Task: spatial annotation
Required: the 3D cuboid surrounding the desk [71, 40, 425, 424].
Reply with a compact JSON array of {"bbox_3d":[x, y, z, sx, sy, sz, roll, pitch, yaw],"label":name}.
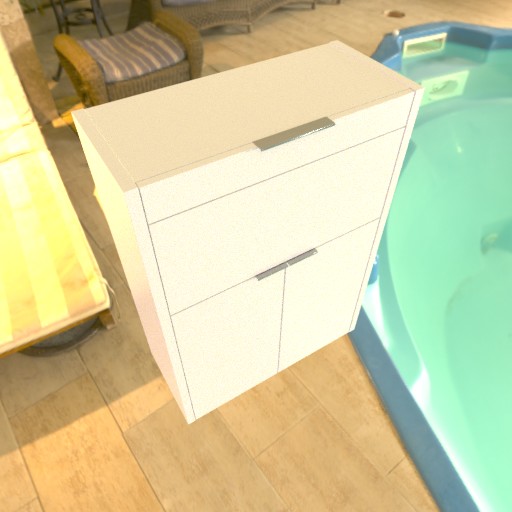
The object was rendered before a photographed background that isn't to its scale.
[{"bbox_3d":[0.000,0.000,1.587,0.850,1.190,0.390,-24,52,-21],"label":"desk"}]
